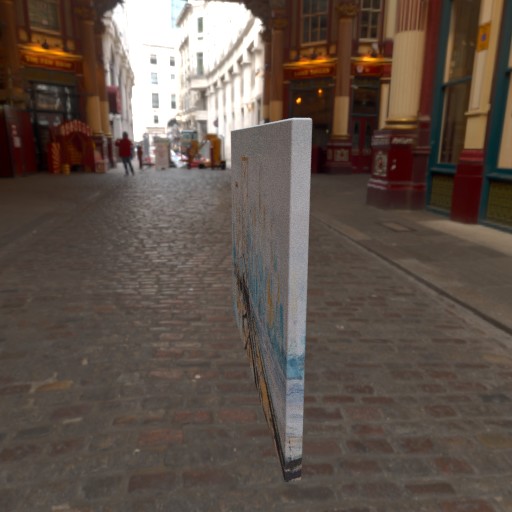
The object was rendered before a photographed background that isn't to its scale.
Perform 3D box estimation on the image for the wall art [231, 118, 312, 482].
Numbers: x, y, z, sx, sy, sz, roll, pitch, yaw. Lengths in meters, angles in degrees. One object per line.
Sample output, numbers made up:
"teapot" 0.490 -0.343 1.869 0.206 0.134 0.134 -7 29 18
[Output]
"wall art" 0.000 0.000 1.359 0.038 0.762 1.016 -2 15 -9
